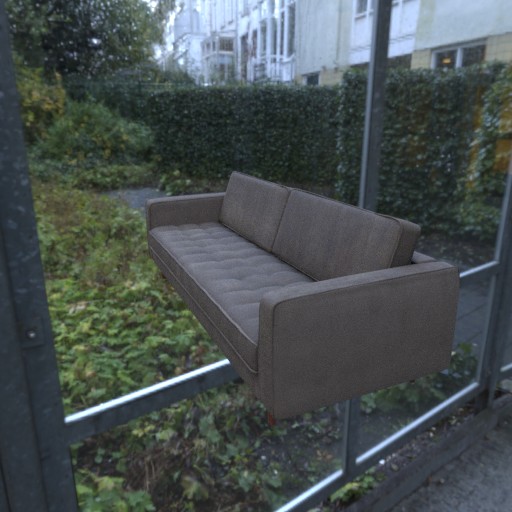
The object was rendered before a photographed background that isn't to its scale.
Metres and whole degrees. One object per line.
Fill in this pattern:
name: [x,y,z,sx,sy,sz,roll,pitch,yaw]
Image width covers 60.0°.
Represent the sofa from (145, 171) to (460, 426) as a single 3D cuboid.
sofa: [0.000,0.000,2.714,0.923,0.813,2.295,-8,19,-23]
